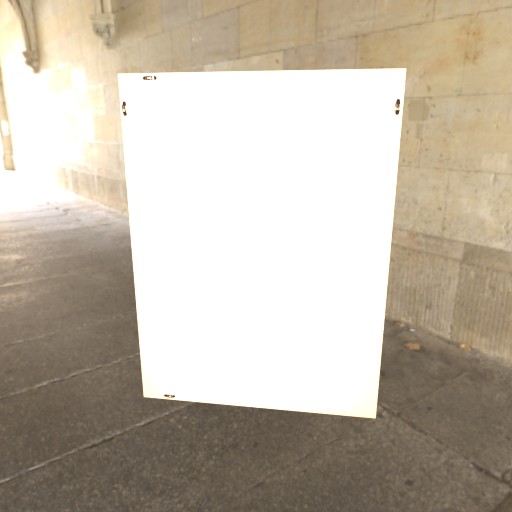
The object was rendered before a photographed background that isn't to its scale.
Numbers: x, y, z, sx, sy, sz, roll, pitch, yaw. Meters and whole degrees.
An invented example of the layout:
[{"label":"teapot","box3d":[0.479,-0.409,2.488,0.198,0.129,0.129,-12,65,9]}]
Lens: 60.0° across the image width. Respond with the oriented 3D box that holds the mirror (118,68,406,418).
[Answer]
[{"label":"mirror","box3d":[0.000,0.000,1.315,0.762,1.016,0.040,2,16,8]}]
